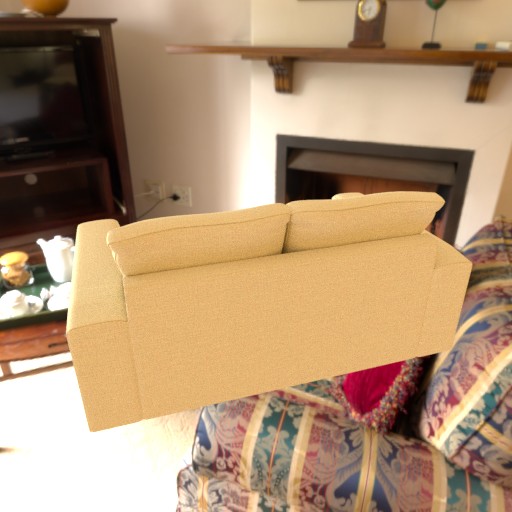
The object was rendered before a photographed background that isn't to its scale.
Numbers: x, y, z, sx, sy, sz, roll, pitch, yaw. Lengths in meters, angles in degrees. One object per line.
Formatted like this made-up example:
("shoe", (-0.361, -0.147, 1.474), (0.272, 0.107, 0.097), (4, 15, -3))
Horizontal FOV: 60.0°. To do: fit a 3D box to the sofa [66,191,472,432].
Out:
("sofa", (0.000, 0.000, 2.300), (1.754, 0.875, 1.091), (-8, 28, -16))
